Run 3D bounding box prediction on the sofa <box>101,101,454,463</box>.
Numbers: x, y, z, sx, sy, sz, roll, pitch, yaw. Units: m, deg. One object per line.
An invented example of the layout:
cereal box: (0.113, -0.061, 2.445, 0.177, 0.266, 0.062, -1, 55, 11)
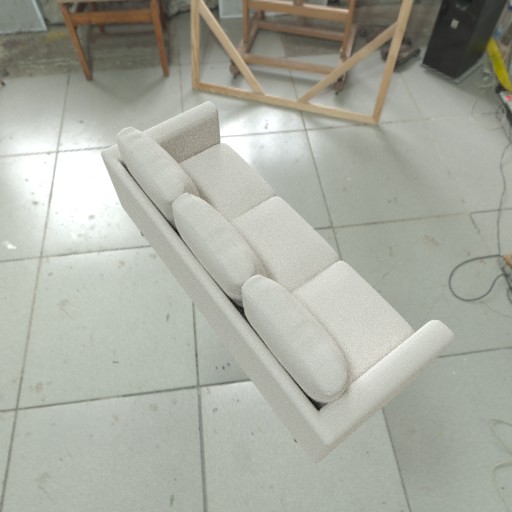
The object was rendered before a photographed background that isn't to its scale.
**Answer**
sofa: (0.000, 0.000, 2.509, 0.802, 0.912, 2.029, -32, 63, -19)
